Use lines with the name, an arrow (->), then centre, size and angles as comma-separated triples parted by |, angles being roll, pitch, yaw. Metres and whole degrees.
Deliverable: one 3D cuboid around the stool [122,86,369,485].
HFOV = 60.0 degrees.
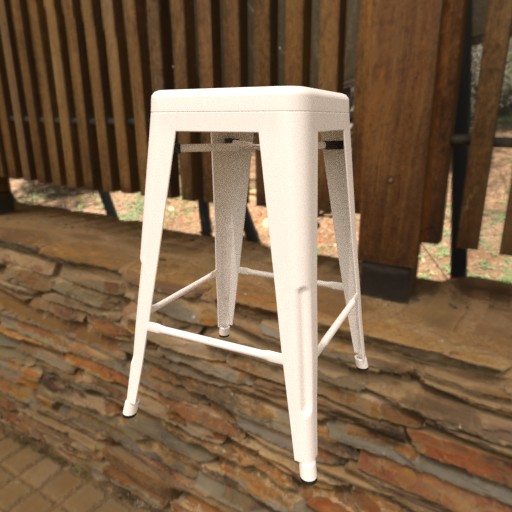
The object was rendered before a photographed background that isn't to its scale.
stool -> 0.000, 0.000, 0.879 | 0.406, 0.610, 0.406 | 8, 19, 25
